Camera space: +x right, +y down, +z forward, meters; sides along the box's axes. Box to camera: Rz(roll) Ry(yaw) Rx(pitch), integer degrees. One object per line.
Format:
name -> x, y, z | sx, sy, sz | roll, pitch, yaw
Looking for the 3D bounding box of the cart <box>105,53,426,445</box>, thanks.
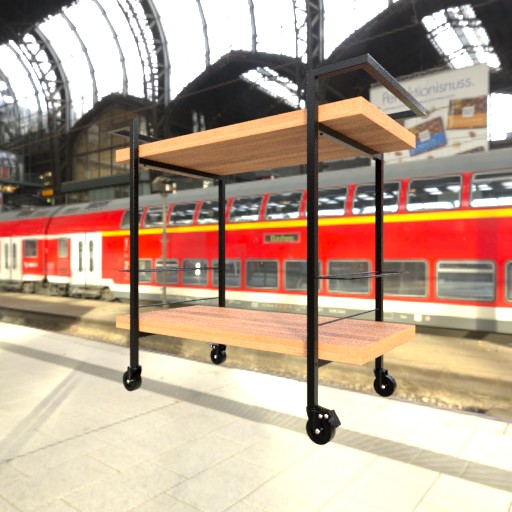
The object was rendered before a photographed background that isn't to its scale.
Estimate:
cart -> 0.000, 0.000, 1.229 | 0.806, 0.762, 0.406 | 0, 0, 36
